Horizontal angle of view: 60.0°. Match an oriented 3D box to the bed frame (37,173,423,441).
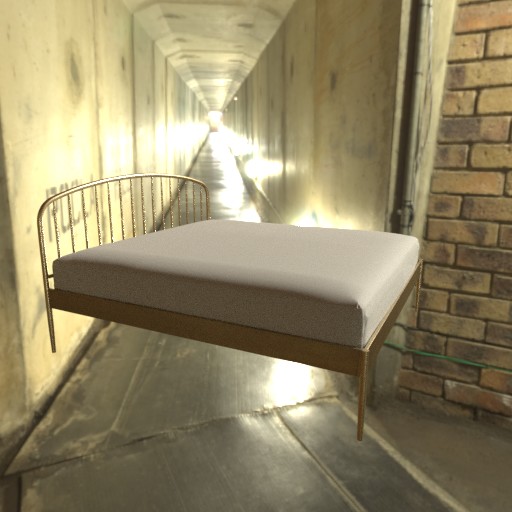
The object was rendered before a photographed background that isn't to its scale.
[{"bbox_3d":[0.000,0.000,3.317,2.152,1.174,2.016,7,15,26],"label":"bed frame"}]
